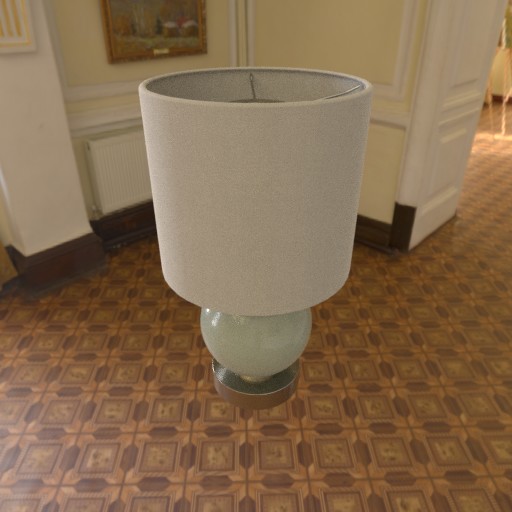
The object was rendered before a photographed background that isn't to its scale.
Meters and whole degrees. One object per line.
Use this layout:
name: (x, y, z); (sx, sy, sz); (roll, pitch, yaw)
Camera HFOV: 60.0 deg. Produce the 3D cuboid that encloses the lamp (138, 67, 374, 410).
lamp: (0.000, 0.000, 0.476); (0.201, 0.353, 0.201); (-18, 35, -29)
